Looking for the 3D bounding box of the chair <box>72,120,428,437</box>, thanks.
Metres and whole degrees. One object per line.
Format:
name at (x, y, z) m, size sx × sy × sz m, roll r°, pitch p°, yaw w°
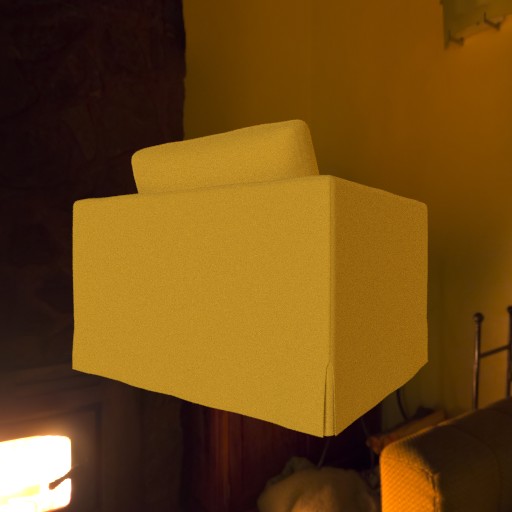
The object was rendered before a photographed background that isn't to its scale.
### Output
chair at (0.000, 0.000, 1.795) m, size 1.150 × 0.878 × 0.957 m, roll 1°, pitch 1°, yaw 35°
